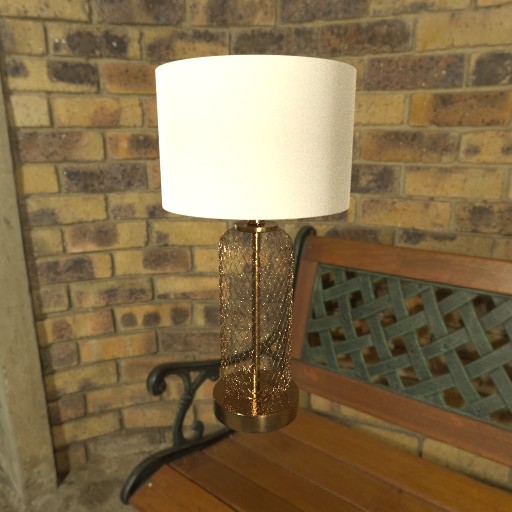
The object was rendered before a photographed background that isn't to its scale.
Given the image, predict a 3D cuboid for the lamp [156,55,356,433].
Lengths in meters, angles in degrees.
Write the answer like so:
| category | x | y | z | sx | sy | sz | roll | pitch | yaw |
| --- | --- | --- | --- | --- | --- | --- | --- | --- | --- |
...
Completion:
| category | x | y | z | sx | sy | sz | roll | pitch | yaw |
| --- | --- | --- | --- | --- | --- | --- | --- | --- | --- |
| lamp | 0.000 | 0.000 | 0.628 | 0.252 | 0.483 | 0.252 | 2 | 14 | 7 |
